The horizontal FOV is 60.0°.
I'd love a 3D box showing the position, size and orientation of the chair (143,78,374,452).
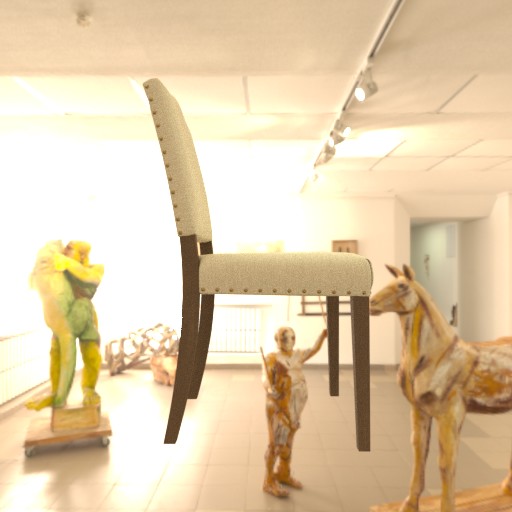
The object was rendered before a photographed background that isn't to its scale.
[{"bbox_3d":[0.000,0.000,1.399,0.619,1.015,0.508,0,-1,1],"label":"chair"}]
